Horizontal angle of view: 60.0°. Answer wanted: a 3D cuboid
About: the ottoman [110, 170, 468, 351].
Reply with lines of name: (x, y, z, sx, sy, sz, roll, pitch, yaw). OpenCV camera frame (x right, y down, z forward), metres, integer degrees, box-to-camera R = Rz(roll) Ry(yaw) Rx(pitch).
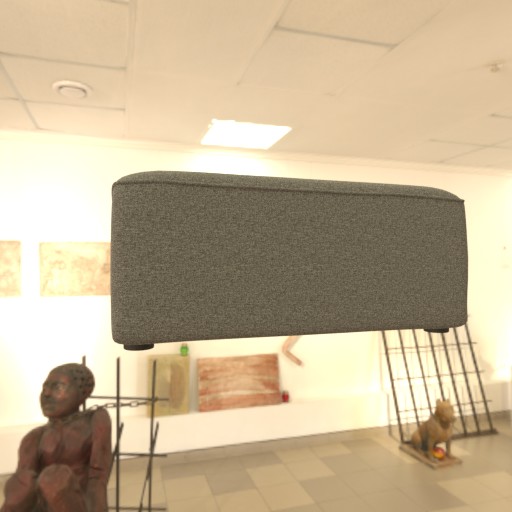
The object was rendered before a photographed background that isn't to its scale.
ottoman: (0.000, 0.000, 1.623, 1.005, 0.464, 1.015, 0, -1, -18)
